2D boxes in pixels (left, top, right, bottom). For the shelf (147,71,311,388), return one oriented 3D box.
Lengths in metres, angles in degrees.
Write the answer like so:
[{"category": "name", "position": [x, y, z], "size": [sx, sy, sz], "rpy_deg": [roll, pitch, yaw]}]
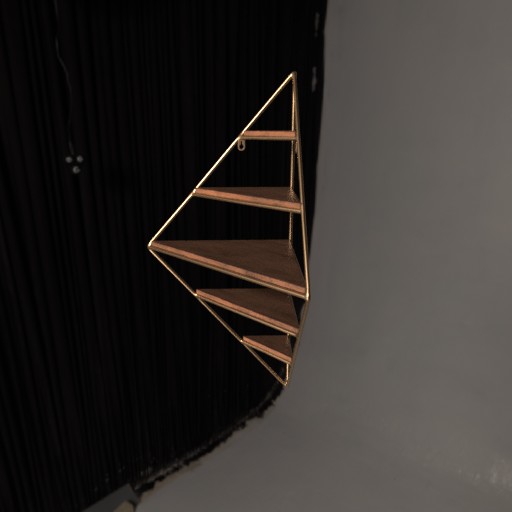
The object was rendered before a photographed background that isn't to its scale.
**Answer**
[{"category": "shelf", "position": [0.000, 0.000, 1.152], "size": [0.564, 0.913, 0.294], "rpy_deg": [15, 22, 42]}]
